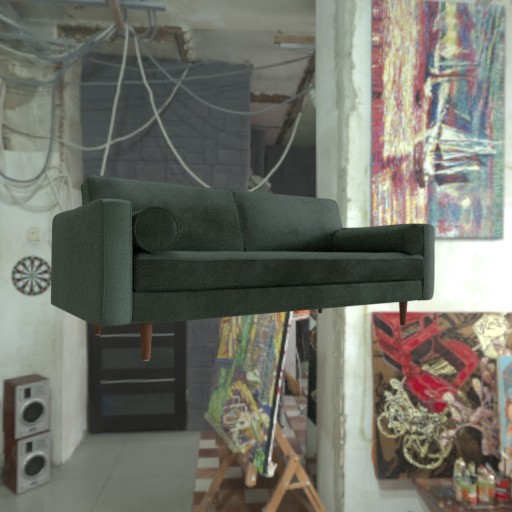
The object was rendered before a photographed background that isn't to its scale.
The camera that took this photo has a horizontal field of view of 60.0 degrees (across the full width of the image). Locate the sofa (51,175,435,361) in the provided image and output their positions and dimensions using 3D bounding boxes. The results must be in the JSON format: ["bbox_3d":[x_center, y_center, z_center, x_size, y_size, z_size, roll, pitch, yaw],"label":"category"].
[{"bbox_3d":[0.000,0.000,2.355,1.880,0.772,0.916,0,0,-34],"label":"sofa"}]
